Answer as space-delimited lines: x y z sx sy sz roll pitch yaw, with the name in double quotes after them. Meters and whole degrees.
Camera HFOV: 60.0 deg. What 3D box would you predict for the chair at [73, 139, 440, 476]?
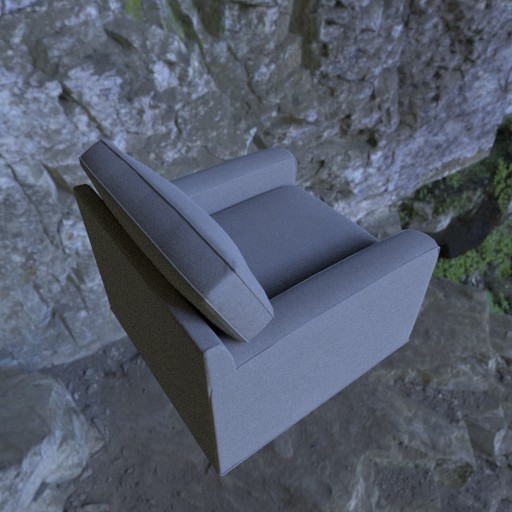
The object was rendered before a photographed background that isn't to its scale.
0.000 0.000 1.819 1.044 0.934 0.999 -26 47 -26 "chair"
